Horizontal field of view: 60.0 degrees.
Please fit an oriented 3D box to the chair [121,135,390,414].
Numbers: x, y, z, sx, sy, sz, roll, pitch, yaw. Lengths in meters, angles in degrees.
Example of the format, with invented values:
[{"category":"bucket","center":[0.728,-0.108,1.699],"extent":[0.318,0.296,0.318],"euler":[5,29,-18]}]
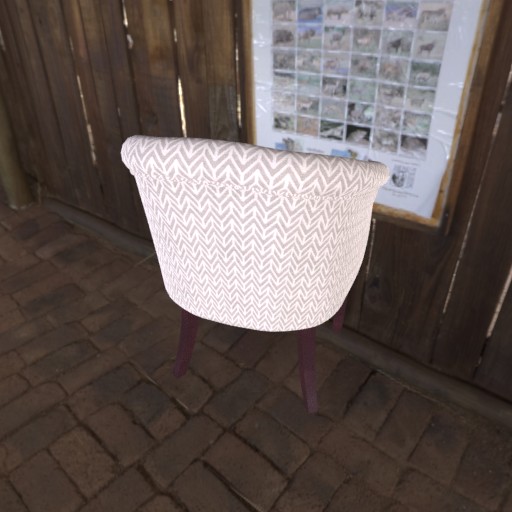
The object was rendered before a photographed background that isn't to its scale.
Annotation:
[{"category":"chair","center":[0.000,0.000,1.329],"extent":[0.686,0.858,0.613],"euler":[10,33,15]}]
